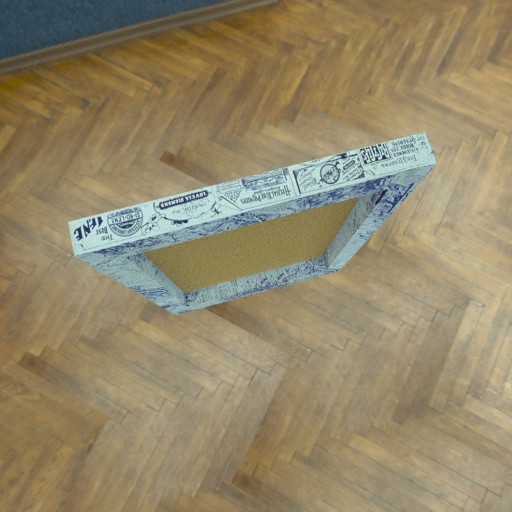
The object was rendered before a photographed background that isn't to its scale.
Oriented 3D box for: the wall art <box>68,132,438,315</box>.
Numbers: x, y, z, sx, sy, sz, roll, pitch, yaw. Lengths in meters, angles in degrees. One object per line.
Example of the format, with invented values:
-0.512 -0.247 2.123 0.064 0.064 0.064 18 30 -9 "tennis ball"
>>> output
0.000 0.000 0.485 0.255 0.376 0.025 -15 77 -3 "wall art"
